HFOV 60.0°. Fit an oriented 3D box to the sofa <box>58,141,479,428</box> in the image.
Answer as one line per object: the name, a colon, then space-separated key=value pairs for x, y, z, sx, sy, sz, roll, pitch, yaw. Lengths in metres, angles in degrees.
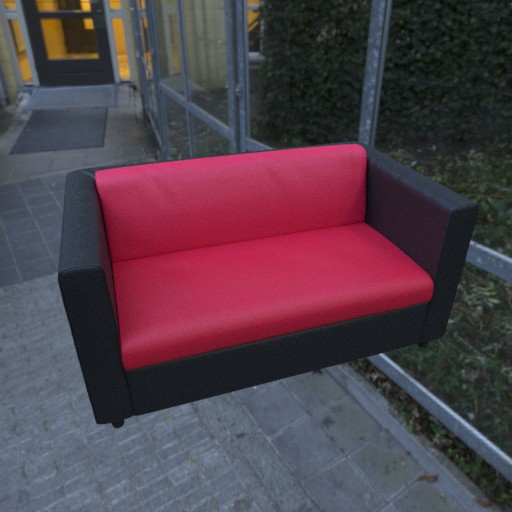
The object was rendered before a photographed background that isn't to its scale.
sofa: x=0.000 y=0.000 z=1.865 sx=1.410 sy=0.735 sz=0.845 roll=-10 pitch=32 yaw=-16
